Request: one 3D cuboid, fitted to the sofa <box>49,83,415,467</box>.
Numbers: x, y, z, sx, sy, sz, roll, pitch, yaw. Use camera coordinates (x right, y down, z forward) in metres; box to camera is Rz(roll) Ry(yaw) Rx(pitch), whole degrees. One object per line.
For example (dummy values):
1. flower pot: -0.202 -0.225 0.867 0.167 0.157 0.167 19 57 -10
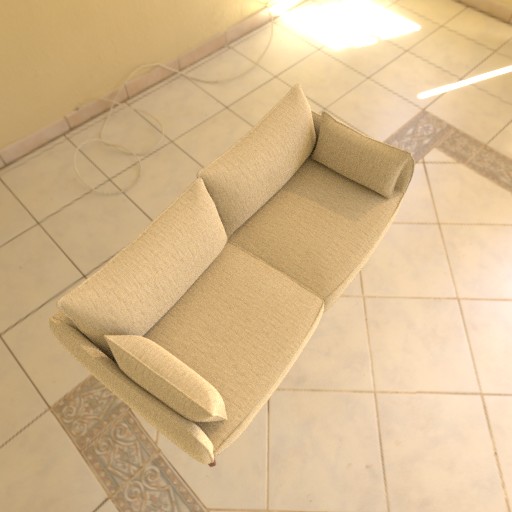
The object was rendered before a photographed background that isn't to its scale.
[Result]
1. sofa: 0.000 0.000 2.452 0.991 0.860 1.989 32 64 18
